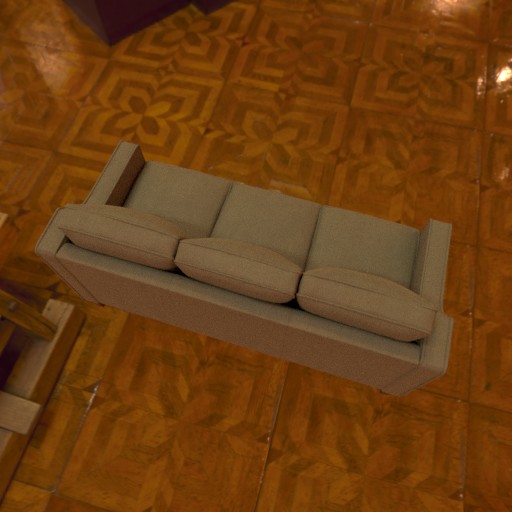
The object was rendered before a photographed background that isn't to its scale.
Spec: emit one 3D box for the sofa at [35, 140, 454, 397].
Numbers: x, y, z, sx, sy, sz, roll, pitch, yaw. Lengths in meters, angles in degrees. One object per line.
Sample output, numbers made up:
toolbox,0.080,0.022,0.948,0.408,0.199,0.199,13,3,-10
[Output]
sofa,0.000,0.000,2.513,1.986,0.974,0.911,16,65,8
